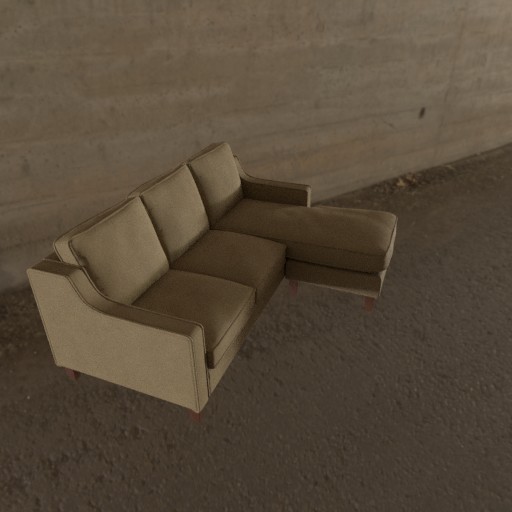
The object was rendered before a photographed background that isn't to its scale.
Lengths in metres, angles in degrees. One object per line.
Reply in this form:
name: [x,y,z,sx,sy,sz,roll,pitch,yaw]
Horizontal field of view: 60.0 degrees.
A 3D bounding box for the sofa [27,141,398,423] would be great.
sofa: [0.000,0.000,3.282,1.858,1.066,2.317,11,32,19]
